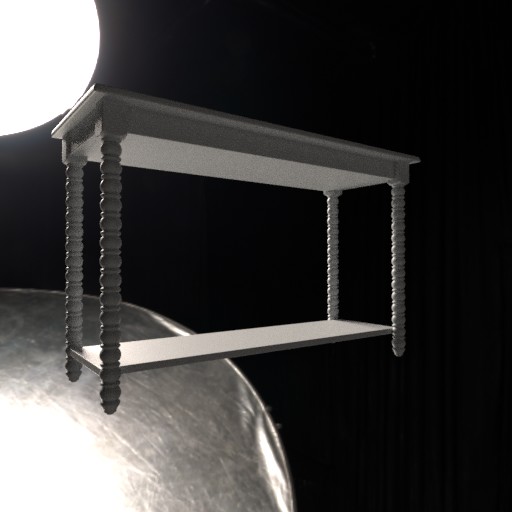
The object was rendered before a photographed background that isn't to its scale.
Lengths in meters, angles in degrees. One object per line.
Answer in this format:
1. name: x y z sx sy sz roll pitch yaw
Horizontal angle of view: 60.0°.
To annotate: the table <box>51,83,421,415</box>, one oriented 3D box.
1. table: 0.000 0.000 1.480 1.184 0.740 0.459 0 -1 -36
